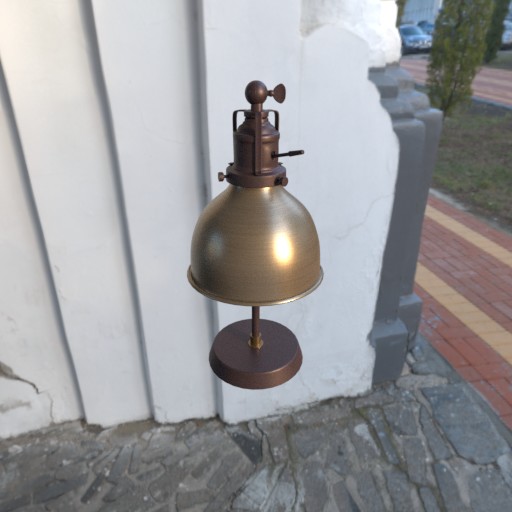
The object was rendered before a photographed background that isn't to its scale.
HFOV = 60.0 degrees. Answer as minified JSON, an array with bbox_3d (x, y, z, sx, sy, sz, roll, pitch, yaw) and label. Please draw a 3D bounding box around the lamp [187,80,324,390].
[{"bbox_3d":[0.000,0.000,0.617,0.175,0.469,0.298,2,28,3],"label":"lamp"}]
